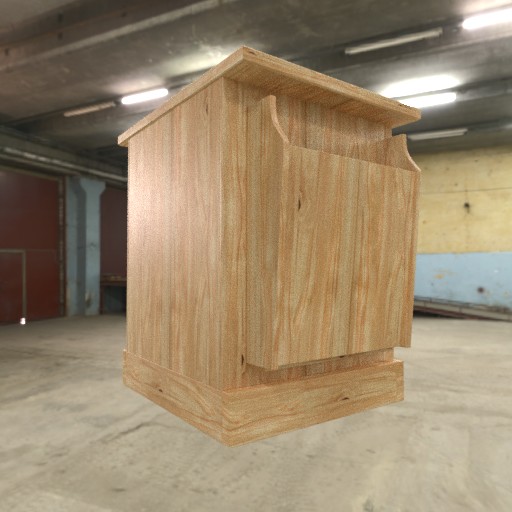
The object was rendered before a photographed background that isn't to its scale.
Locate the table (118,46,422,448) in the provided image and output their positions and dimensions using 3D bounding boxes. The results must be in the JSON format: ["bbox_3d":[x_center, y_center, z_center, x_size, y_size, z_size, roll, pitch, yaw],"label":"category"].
[{"bbox_3d":[0.000,0.000,0.851,0.380,0.515,0.530,1,-2,-36],"label":"table"}]
